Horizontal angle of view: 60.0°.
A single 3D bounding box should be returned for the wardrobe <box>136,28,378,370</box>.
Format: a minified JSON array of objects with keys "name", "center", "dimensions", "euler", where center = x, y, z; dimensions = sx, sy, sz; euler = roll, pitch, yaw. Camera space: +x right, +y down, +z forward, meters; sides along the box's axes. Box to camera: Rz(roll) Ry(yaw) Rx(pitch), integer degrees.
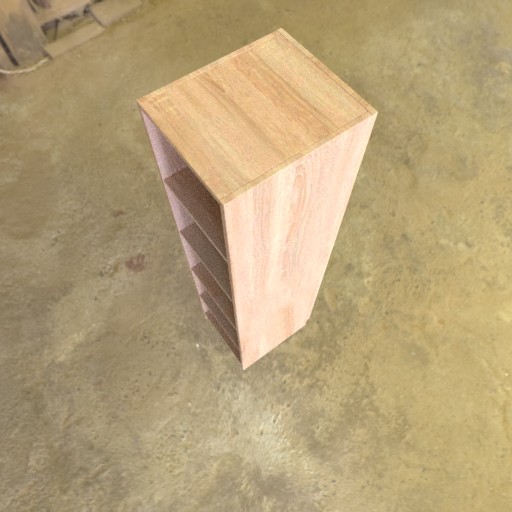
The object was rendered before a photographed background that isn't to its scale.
[{"name":"wardrobe","center":[0.000,0.000,2.346],"dimensions":[0.588,2.117,0.496],"euler":[-33,68,-15]}]
